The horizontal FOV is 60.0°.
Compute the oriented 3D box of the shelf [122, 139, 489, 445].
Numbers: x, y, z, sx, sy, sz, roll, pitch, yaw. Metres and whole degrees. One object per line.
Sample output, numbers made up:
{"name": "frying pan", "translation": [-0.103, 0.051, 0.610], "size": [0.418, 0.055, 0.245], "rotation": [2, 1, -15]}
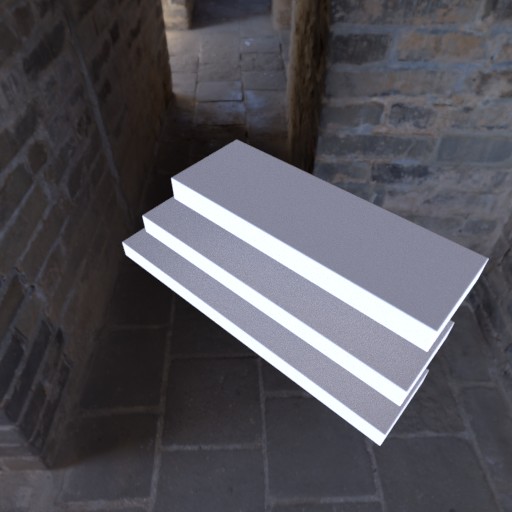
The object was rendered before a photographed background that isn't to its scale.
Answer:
{"name": "shelf", "translation": [0.000, 0.000, 0.732], "size": [0.610, 0.293, 0.140], "rotation": [32, 53, 27]}
